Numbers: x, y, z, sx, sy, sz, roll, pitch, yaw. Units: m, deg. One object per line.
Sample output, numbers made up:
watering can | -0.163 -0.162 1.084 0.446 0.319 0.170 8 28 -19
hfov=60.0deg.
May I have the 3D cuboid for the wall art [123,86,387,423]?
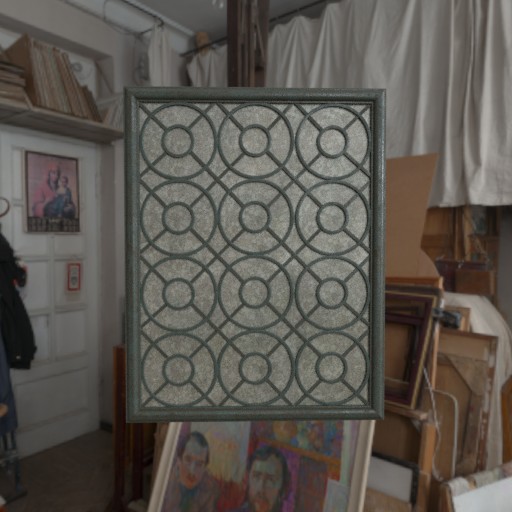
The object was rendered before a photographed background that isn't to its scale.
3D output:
wall art | 0.000 0.000 1.306 0.767 0.983 0.030 0 2 -2
